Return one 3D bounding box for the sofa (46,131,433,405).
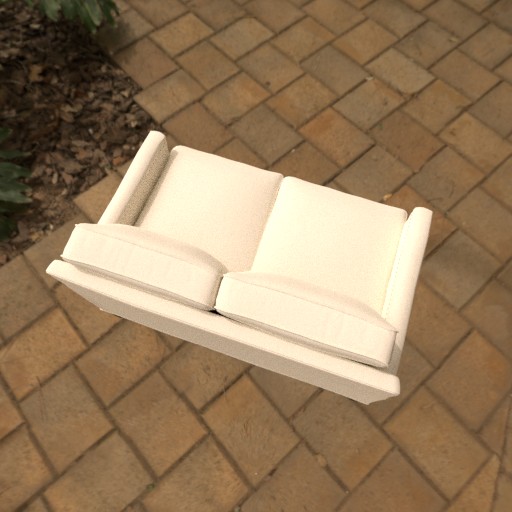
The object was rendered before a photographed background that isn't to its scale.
[{"bbox_3d":[0.000,0.000,2.277,1.597,1.003,1.084,18,65,8],"label":"sofa"}]
